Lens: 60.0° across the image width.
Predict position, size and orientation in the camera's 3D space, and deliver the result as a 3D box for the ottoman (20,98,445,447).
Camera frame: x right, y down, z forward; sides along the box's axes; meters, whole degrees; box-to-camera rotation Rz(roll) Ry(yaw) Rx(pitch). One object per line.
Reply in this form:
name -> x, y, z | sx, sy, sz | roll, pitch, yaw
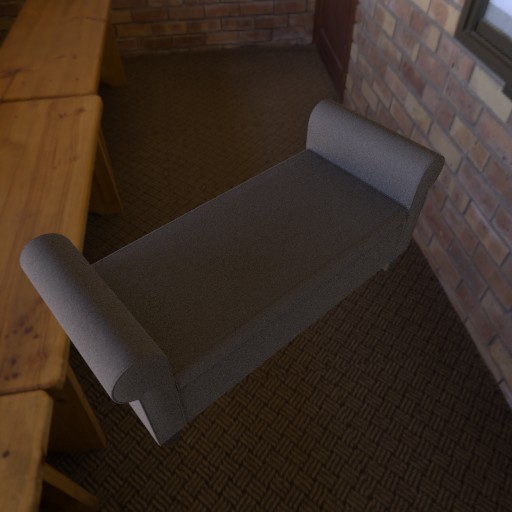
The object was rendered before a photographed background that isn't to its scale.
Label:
ottoman -> 0.000, 0.000, 1.503 | 1.256, 0.547, 0.521 | -33, 55, -26
